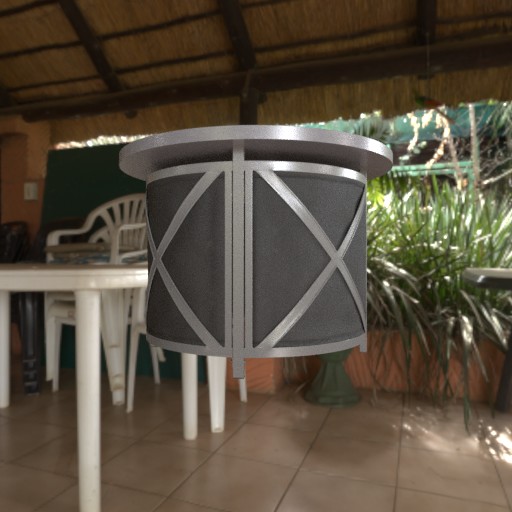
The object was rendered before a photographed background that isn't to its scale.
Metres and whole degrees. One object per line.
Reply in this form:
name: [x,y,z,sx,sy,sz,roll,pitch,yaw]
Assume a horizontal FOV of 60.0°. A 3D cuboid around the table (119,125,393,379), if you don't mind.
table: [0.000,0.000,1.551,0.914,0.650,0.914,0,0,0]
